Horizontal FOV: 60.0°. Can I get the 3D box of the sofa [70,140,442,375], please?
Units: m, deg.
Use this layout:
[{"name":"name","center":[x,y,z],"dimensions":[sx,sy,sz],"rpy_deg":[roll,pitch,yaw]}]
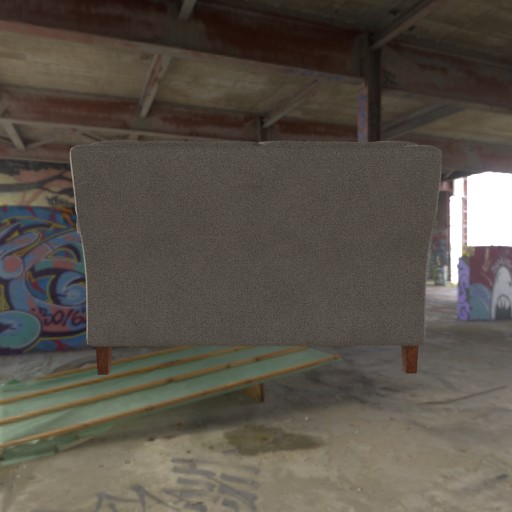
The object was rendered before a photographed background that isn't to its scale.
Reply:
[{"name":"sofa","center":[0.000,0.000,2.204],"dimensions":[1.480,0.999,1.087],"rpy_deg":[0,0,-1]}]
